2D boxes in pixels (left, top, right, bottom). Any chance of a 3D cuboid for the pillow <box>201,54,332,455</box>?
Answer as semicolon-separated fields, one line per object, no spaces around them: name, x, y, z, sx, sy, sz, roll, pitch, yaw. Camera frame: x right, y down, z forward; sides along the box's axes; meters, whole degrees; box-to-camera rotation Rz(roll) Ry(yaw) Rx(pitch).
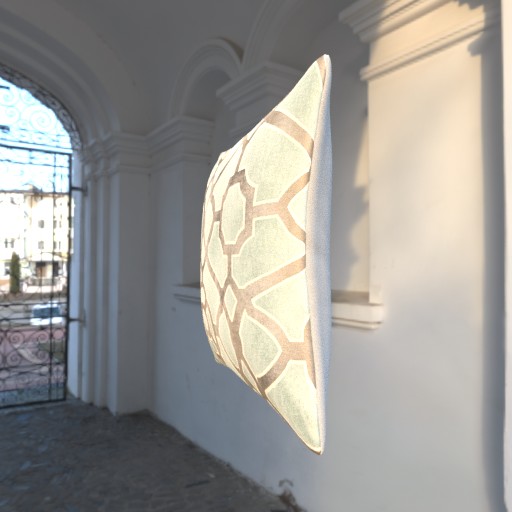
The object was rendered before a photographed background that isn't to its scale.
pillow;0.000;0.000;0.819;0.166;0.508;0.552;0;-1;-18
